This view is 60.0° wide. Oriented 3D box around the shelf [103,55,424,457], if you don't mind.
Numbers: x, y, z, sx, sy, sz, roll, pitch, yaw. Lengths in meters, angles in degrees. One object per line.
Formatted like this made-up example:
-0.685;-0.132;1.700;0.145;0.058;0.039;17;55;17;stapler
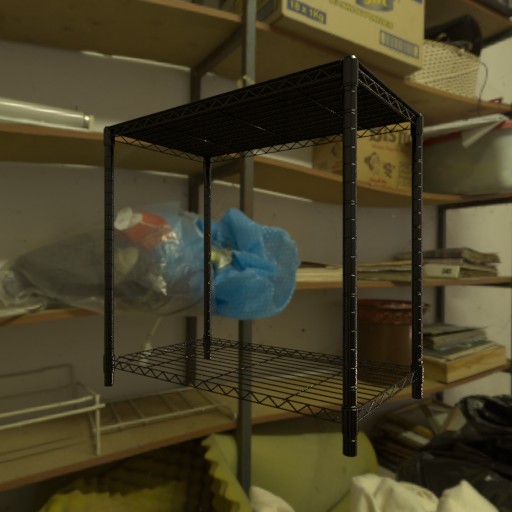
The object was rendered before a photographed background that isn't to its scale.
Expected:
0.000;0.000;0.924;0.589;0.564;0.338;0;0;37;shelf
